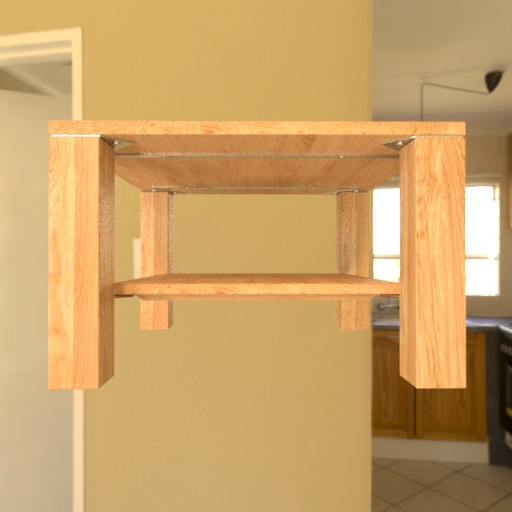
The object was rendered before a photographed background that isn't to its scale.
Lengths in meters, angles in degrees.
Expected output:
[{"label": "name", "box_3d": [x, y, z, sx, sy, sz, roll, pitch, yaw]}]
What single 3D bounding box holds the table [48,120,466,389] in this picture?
[{"label": "table", "box_3d": [0.000, 0.000, 1.091, 0.700, 0.450, 0.700, 0, 0, -1]}]
